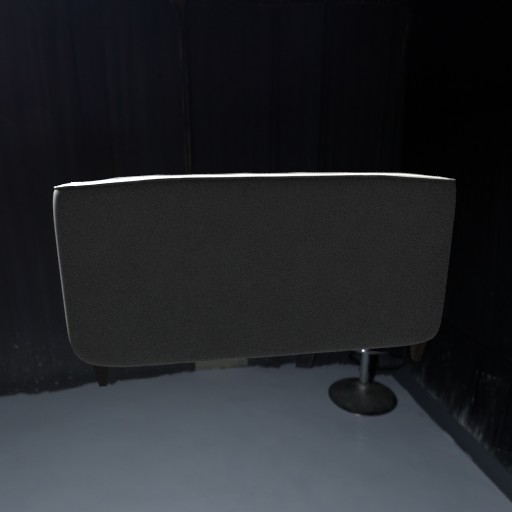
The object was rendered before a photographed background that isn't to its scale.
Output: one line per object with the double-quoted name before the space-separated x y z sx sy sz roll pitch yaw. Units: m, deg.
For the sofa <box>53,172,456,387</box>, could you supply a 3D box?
"sofa" 0.000 0.000 2.204 1.731 0.878 0.940 -2 16 -9
